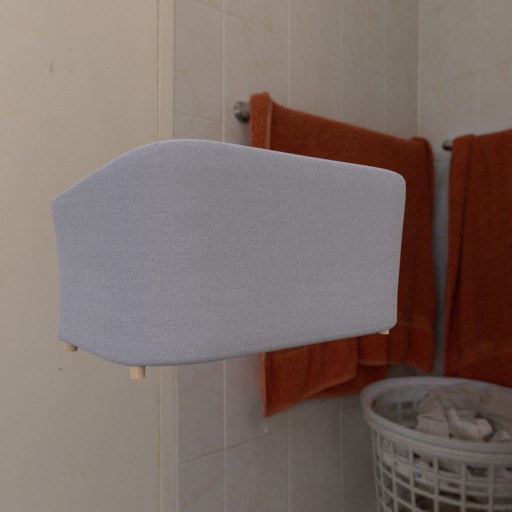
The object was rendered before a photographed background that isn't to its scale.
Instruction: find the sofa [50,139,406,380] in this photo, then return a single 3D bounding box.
[{"bbox_3d":[0.000,0.000,1.850,1.452,0.721,0.705,-1,1,-36],"label":"sofa"}]
